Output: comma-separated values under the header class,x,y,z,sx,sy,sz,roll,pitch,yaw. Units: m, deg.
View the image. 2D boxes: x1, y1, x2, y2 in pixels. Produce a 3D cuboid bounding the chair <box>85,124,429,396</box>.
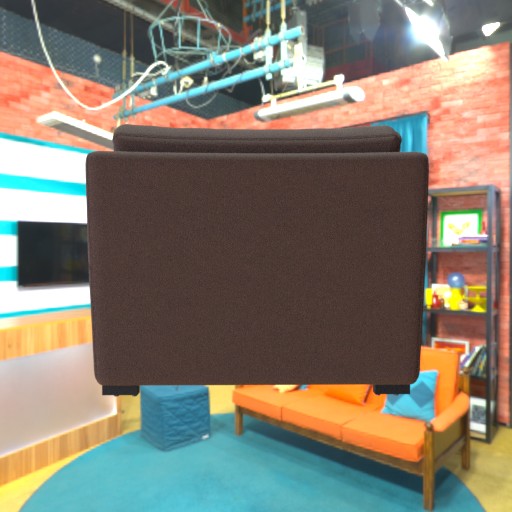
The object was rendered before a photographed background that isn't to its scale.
class,x,y,z,sx,sy,sz,roll,pitch,yaw
chair,0.000,0.000,1.963,1.168,0.940,1.143,0,1,-1
